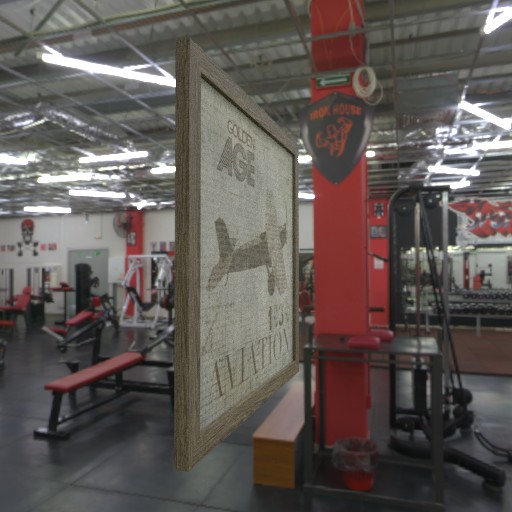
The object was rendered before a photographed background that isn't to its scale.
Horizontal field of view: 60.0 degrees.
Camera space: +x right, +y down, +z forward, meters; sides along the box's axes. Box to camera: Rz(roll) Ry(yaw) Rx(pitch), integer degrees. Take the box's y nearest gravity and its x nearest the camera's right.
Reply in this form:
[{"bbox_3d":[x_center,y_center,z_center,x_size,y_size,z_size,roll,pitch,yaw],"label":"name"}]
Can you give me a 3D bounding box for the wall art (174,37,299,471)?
[{"bbox_3d":[0.000,0.000,0.759,0.019,0.508,0.508,0,-1,20],"label":"wall art"}]
